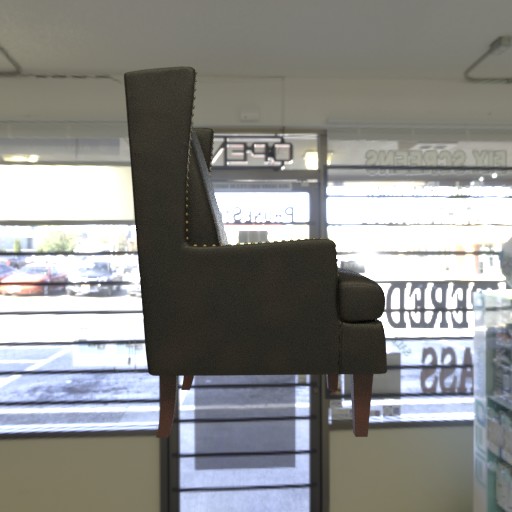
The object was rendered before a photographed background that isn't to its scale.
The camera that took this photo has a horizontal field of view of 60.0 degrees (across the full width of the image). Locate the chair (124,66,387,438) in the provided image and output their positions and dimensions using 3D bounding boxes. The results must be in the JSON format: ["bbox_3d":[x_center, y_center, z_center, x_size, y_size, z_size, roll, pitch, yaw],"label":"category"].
[{"bbox_3d":[0.000,0.000,1.656,0.799,1.142,0.703,0,0,-1],"label":"chair"}]
